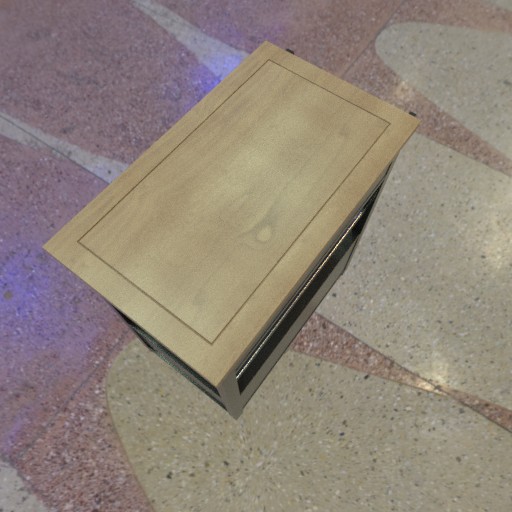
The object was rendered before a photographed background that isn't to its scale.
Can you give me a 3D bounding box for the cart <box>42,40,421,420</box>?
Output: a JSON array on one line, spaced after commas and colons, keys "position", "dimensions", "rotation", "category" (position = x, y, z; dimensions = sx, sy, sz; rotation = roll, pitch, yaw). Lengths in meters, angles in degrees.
[{"position": [0.000, 0.000, 1.388], "dimensions": [0.459, 0.901, 0.840], "rotation": [34, 69, 15], "category": "cart"}]
